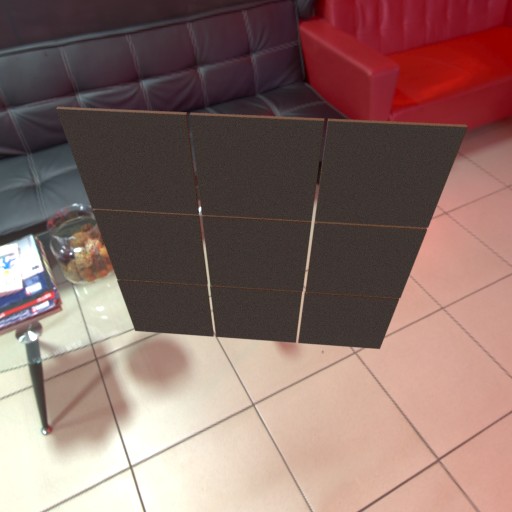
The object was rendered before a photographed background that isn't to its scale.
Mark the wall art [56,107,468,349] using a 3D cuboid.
[{"bbox_3d":[0.000,0.000,2.200,1.527,1.521,0.017,4,47,3],"label":"wall art"}]
